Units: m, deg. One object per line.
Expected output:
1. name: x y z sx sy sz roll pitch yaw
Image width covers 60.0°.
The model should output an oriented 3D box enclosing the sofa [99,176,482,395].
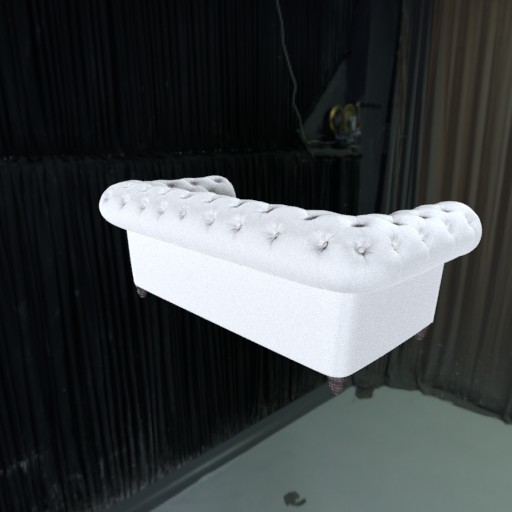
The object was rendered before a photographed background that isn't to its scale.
1. sofa: 0.000 0.000 2.450 0.986 0.764 1.998 -15 21 -42
